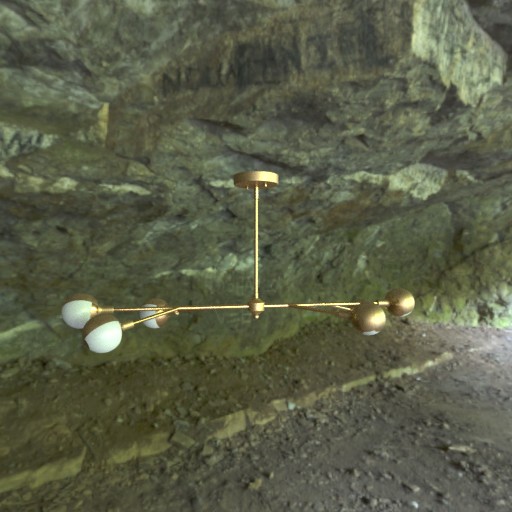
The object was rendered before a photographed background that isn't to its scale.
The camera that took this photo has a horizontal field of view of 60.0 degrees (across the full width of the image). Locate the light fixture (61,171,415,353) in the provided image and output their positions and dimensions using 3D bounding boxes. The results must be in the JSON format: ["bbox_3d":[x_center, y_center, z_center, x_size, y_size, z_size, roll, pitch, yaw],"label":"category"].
[{"bbox_3d":[0.000,0.000,0.997,0.778,0.362,0.434,0,-1,0],"label":"light fixture"}]
